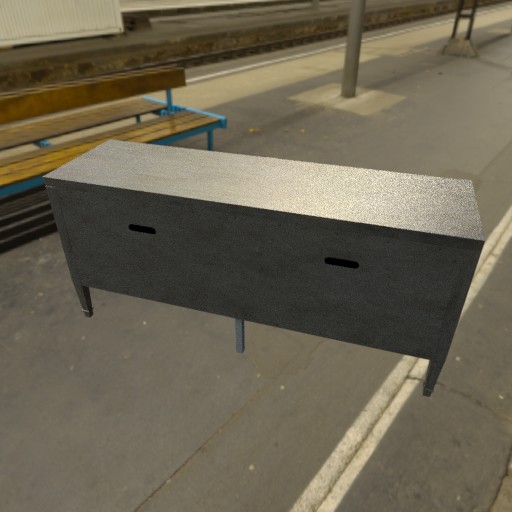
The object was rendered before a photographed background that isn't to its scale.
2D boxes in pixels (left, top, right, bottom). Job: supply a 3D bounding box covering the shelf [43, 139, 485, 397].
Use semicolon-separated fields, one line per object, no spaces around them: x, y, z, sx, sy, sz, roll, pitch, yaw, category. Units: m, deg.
0.000;0.000;1.897;1.575;0.719;0.479;10;34;15;shelf
